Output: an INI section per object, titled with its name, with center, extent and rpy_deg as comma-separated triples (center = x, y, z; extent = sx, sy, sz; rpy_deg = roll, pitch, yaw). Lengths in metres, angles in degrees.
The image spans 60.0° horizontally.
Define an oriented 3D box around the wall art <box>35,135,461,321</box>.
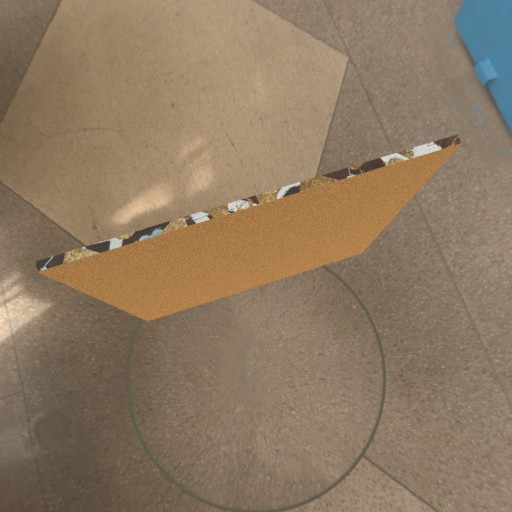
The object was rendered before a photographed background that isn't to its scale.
[wall art]
center = 0.000, 0.000, 0.600
extent = 0.404, 0.406, 0.010
rpy_deg = -17, 76, -4
